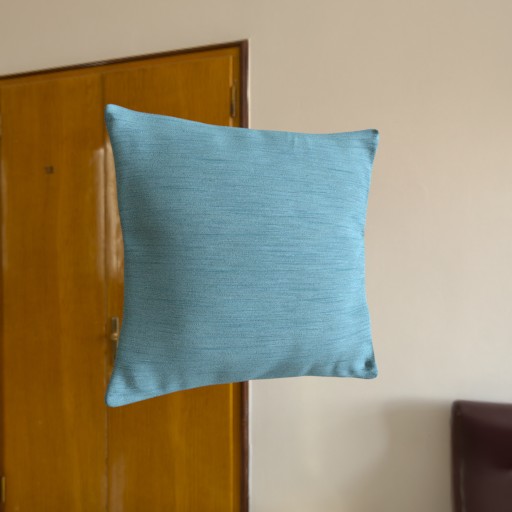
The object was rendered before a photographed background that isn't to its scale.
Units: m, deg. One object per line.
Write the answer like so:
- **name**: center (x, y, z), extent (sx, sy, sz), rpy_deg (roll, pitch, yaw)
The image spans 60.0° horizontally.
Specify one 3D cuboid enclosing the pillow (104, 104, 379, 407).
- **pillow**: center (0.000, 0.000, 0.665), extent (0.433, 0.415, 0.151), rpy_deg (0, 1, -18)
